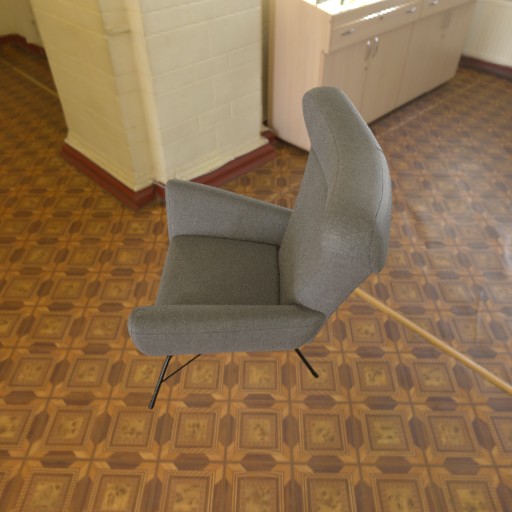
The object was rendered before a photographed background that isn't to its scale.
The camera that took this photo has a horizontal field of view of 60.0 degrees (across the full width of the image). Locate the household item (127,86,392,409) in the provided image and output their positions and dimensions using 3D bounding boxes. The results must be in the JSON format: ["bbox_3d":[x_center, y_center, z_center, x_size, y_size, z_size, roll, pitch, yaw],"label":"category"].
[{"bbox_3d":[0.000,0.000,1.789,0.900,1.050,0.980,0,42,0],"label":"household item"}]
